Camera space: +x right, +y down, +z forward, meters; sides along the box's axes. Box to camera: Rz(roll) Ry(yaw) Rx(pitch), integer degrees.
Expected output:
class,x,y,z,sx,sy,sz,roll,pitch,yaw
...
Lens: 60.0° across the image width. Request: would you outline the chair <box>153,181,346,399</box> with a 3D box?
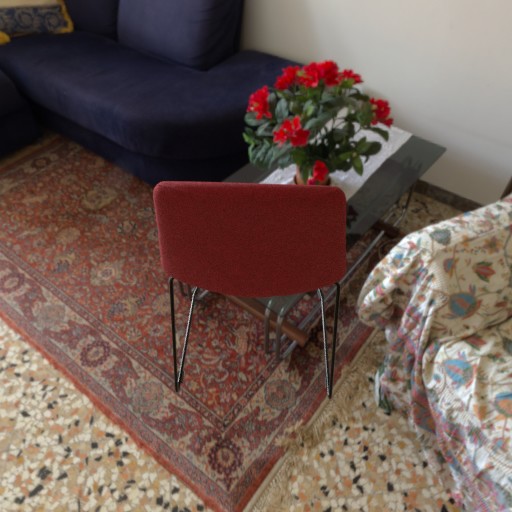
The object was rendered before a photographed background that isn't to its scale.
class,x,y,z,sx,sy,sz,roll,pitch,yaw
chair,0.000,0.000,1.167,0.479,0.858,0.518,2,47,2
